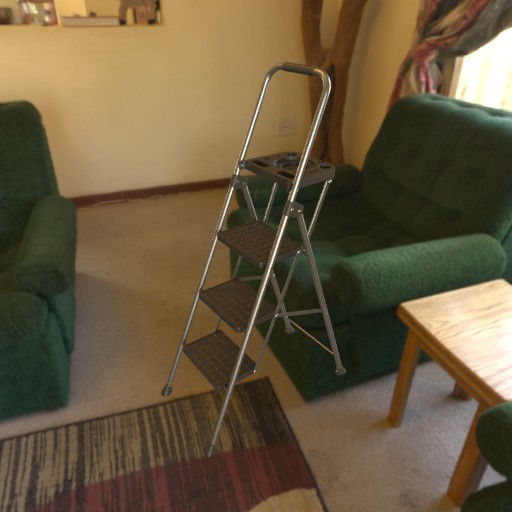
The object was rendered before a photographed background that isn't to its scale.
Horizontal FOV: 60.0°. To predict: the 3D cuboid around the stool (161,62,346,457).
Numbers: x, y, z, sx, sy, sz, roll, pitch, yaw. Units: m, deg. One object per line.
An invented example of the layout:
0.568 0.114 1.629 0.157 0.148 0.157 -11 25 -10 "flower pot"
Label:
0.000 0.000 1.627 0.733 1.277 0.396 -20 36 -31 "stool"
